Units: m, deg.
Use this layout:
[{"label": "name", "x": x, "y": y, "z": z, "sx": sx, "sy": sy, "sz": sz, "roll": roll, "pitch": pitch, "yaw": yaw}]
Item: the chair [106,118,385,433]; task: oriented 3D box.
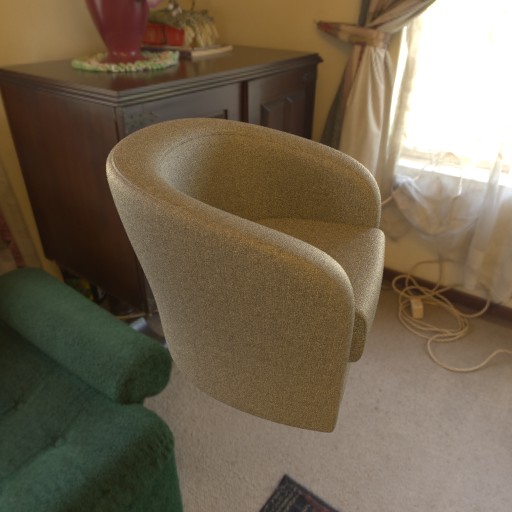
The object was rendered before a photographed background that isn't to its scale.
[{"label": "chair", "x": 0.000, "y": 0.000, "z": 1.467, "sx": 0.815, "sy": 0.771, "sz": 0.791, "roll": 10, "pitch": 32, "yaw": 17}]
